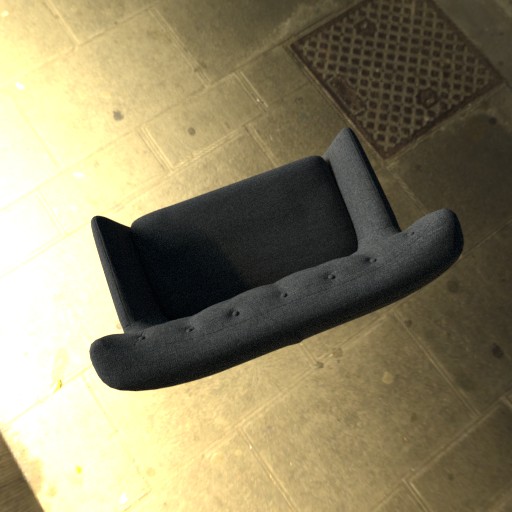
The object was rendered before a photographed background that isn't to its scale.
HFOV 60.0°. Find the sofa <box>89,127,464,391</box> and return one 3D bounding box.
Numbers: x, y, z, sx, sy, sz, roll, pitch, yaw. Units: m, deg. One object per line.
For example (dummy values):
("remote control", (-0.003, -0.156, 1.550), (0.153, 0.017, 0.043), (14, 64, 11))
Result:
("sofa", (0.000, 0.000, 2.029), (1.358, 1.028, 0.874), (-20, 77, -5))
